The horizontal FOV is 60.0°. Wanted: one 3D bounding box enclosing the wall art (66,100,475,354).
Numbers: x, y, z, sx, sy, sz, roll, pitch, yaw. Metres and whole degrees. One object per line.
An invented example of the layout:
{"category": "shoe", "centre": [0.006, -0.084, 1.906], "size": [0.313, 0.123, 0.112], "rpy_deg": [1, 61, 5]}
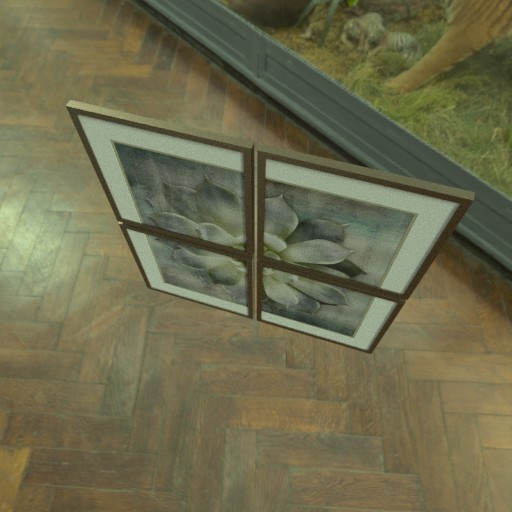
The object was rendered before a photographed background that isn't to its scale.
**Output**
{"category": "wall art", "centre": [0.000, 0.000, 1.519], "size": [1.032, 1.032, 0.030], "rpy_deg": [15, 60, 9]}
